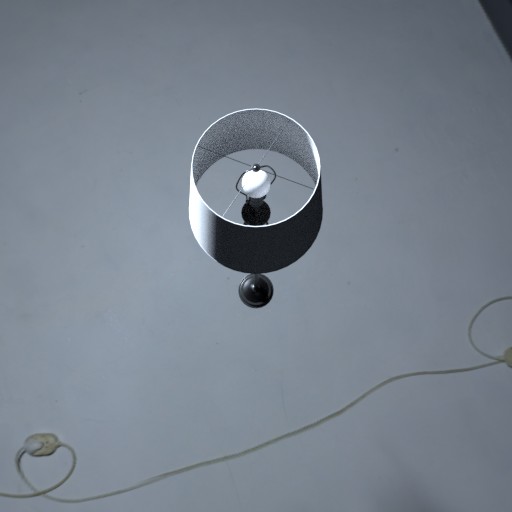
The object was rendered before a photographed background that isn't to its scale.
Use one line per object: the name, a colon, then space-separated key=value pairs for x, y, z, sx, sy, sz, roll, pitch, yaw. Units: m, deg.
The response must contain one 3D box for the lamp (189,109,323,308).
lamp: x=0.000 y=0.000 z=1.779 sx=0.379 sy=1.623 sz=0.379 roll=0 pitch=76 yaw=0
